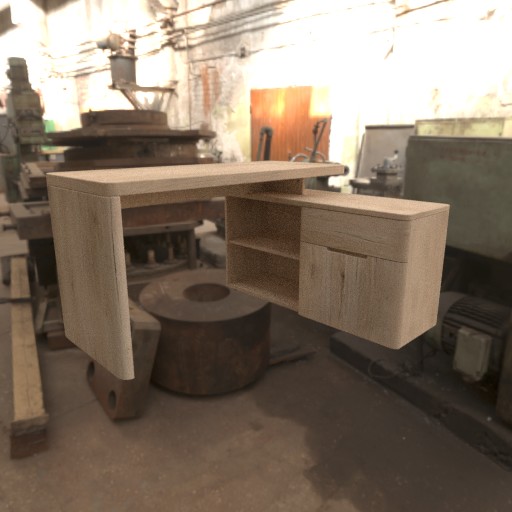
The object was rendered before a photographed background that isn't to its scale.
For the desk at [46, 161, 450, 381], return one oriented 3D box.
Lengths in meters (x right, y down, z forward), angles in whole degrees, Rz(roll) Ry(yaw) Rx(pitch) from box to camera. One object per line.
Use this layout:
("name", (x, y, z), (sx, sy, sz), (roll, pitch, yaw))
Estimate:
("desk", (0.000, 0.000, 2.056), (1.400, 0.770, 1.175), (-14, 21, -42))
